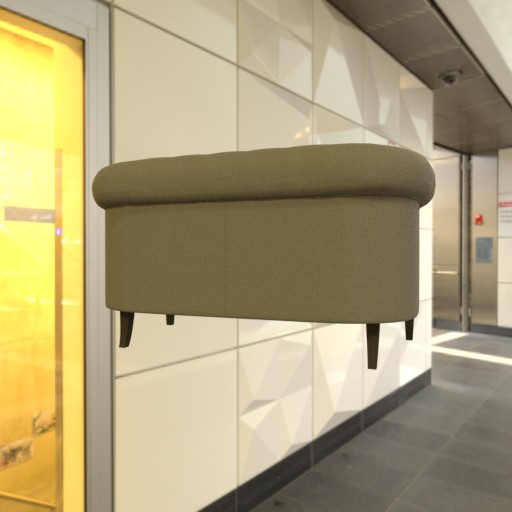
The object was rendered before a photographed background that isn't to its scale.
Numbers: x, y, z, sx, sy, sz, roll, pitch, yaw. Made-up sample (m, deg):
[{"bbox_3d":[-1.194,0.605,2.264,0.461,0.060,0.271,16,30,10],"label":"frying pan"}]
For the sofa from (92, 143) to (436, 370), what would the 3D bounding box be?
[{"bbox_3d":[0.000,0.000,2.060,1.558,0.827,0.835,0,1,20],"label":"sofa"}]
